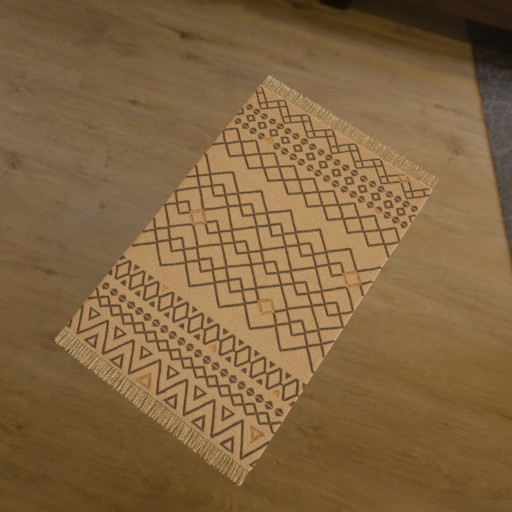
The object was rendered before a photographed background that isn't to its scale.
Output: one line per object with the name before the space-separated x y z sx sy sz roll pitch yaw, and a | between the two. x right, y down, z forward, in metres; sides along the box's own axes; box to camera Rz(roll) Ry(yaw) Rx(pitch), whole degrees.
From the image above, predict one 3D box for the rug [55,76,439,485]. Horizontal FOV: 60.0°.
rug | 0.000 0.000 2.472 1.224 0.028 2.023 34 78 8
